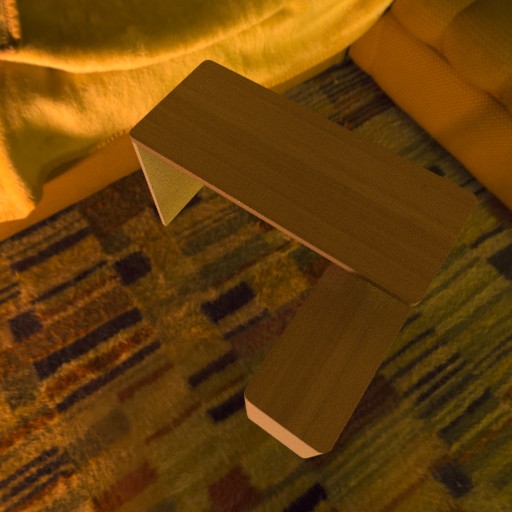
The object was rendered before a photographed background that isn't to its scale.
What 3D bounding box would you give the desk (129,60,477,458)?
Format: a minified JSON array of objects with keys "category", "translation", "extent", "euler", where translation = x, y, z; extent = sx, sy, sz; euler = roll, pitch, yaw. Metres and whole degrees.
[{"category":"desk","translation":[0.000,0.000,2.108],"extent":[1.400,0.770,1.175],"euler":[32,68,15]}]
